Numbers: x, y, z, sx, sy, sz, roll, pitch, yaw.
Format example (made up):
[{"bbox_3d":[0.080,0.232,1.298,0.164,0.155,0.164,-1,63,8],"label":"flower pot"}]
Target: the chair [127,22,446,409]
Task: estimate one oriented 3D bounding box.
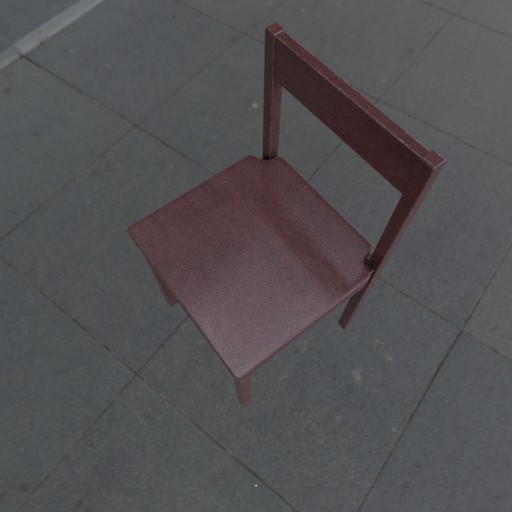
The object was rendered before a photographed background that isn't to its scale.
[{"bbox_3d":[0.000,0.000,0.889,0.361,0.668,0.367,-34,68,-16],"label":"chair"}]
